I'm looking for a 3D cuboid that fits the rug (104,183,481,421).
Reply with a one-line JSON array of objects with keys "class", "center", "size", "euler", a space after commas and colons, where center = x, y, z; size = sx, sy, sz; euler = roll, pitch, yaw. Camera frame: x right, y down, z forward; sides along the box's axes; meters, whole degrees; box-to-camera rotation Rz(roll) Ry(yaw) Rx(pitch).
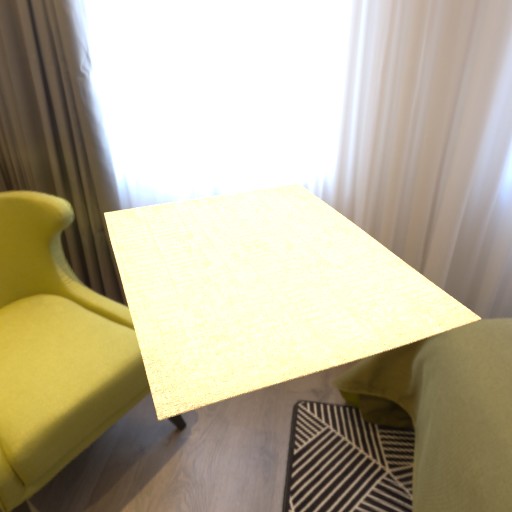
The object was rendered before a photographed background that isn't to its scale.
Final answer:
[{"class": "rug", "center": [0.000, 0.000, 4.143], "size": [2.447, 0.014, 3.061], "euler": [-12, 32, -19]}]
